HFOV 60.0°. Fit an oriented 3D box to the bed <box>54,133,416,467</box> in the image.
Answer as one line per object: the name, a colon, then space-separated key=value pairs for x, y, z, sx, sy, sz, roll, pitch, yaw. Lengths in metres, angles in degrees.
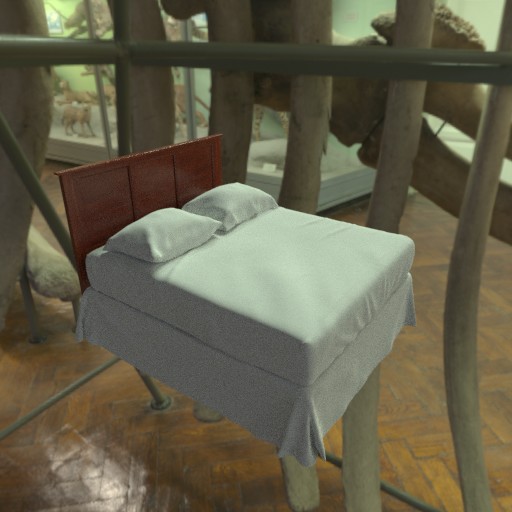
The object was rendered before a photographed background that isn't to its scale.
bed: x=0.000 y=0.000 z=3.198 sx=2.050 sy=1.270 sz=1.870 roll=17 pitch=31 yaw=32
